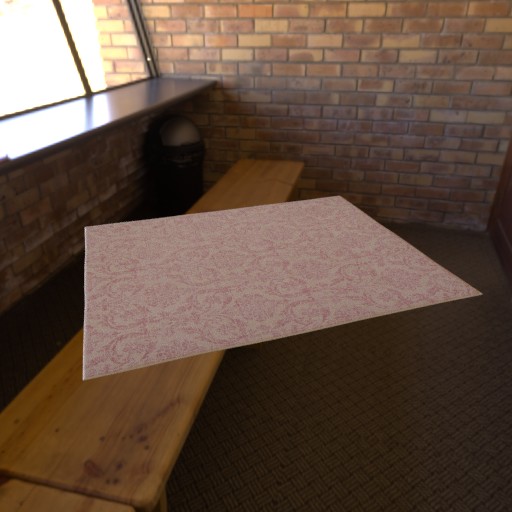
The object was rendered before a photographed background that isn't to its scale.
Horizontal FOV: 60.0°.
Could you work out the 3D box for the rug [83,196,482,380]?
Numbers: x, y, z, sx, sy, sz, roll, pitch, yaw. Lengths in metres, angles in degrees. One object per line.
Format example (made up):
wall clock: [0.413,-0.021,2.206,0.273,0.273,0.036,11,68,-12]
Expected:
rug: [0.000,0.000,4.065,2.980,0.012,2.363,-9,29,-16]
